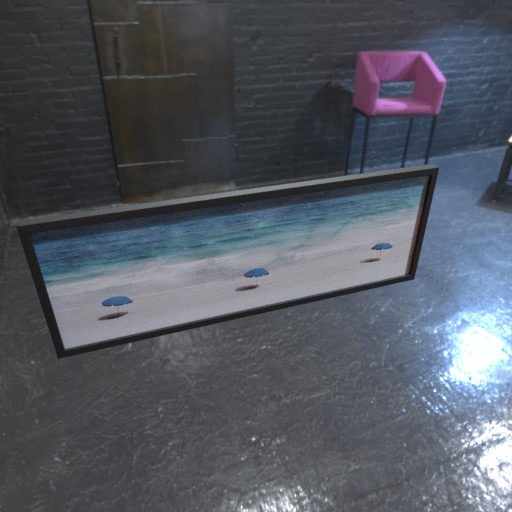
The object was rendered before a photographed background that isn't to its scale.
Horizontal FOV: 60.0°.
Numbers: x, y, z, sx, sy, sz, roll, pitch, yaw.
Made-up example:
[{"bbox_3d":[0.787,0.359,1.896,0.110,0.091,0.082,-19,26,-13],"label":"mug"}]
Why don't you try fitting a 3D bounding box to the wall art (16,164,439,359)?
[{"bbox_3d":[0.000,0.000,1.741,1.572,0.554,0.041,-10,33,-17],"label":"wall art"}]
